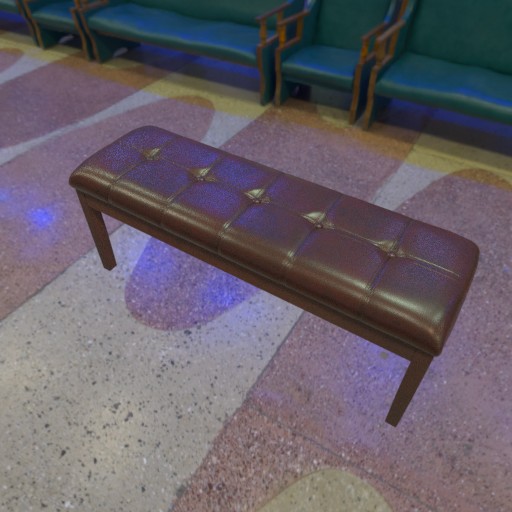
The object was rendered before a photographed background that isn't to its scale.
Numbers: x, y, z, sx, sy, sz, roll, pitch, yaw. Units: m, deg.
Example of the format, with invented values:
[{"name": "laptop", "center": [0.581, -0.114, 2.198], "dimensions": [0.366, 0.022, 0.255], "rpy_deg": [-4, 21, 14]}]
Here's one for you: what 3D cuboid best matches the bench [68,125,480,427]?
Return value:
[{"name": "bench", "center": [0.000, 0.000, 1.495], "dimensions": [1.259, 0.491, 0.401], "rpy_deg": [24, 50, 22]}]
